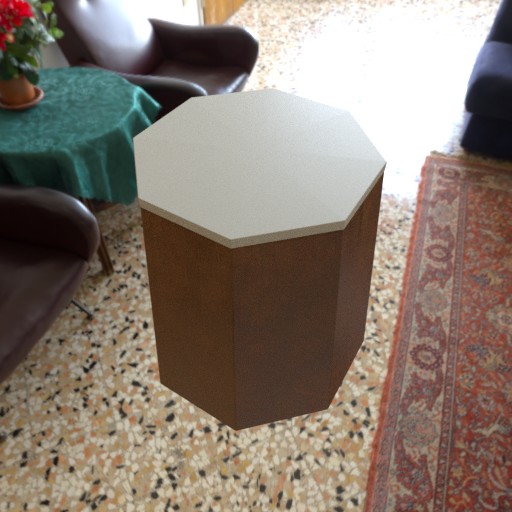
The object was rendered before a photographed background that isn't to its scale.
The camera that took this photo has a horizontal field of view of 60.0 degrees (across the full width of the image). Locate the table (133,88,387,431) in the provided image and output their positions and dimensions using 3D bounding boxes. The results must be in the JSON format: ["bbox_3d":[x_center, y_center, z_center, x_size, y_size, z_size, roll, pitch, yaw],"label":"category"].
[{"bbox_3d":[0.000,0.000,0.809,0.439,0.457,0.439,-11,49,-10],"label":"table"}]
